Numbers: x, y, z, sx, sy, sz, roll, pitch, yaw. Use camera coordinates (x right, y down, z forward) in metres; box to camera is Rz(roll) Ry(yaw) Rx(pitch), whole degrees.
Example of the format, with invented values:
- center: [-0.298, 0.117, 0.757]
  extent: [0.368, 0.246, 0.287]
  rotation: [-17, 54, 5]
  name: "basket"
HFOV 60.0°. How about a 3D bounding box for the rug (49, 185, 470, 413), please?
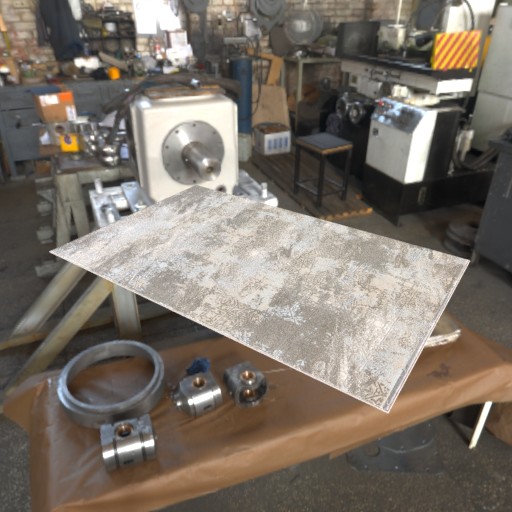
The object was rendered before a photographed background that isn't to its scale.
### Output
- center: [0.000, 0.000, 3.027]
  extent: [2.431, 0.012, 1.536]
  rotation: [19, 35, 29]
  name: "rug"
